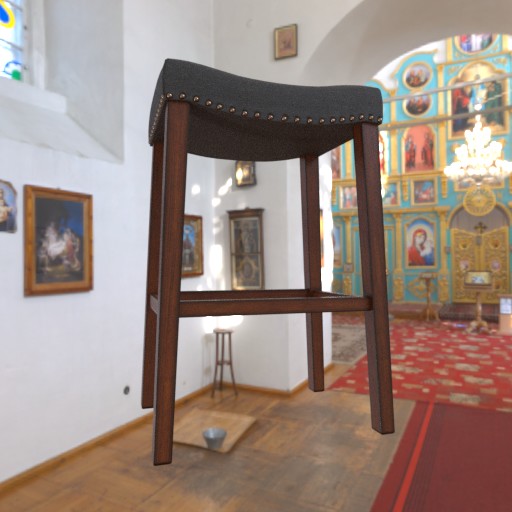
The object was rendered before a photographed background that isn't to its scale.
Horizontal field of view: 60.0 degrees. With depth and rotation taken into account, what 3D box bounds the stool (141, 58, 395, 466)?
[{"bbox_3d":[0.000,0.000,1.046,0.502,0.760,0.366,0,-1,-18],"label":"stool"}]
